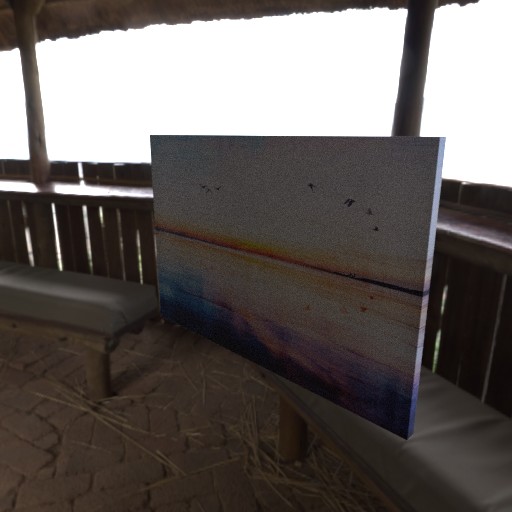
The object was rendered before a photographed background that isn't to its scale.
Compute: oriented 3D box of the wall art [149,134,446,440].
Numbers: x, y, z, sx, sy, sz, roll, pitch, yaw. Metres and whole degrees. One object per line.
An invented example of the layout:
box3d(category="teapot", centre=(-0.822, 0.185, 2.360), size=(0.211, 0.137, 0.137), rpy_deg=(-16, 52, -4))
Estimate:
box3d(category="wall art", centre=(0.000, 0.000, 1.439), size=(0.034, 0.756, 1.137), rpy_deg=(-15, 22, -43))
